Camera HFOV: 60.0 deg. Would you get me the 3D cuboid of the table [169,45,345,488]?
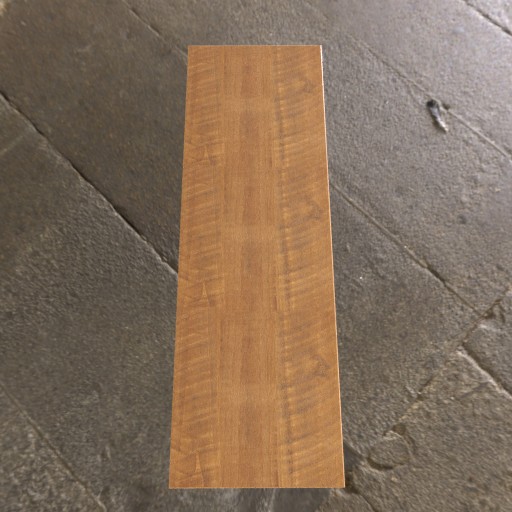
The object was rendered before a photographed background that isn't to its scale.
[{"bbox_3d":[0.000,0.000,1.690,0.499,0.491,1.499,0,74,0],"label":"table"}]
